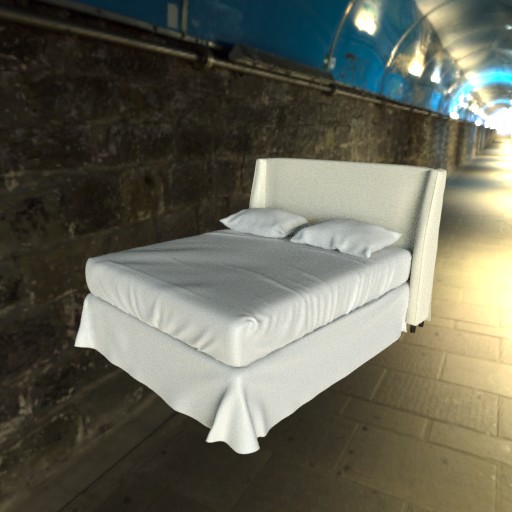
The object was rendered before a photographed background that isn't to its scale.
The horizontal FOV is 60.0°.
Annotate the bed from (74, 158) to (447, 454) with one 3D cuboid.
[{"bbox_3d":[0.000,0.000,3.424,1.925,1.332,2.276,15,22,42],"label":"bed"}]
